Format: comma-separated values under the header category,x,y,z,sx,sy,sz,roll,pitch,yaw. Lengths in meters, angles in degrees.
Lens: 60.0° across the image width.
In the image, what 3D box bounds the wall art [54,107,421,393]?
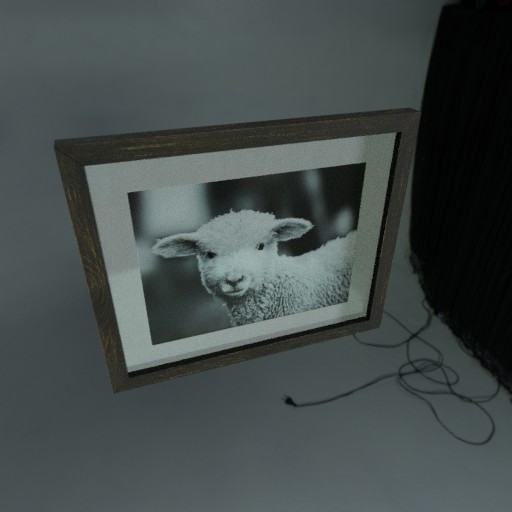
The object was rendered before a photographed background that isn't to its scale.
category,x,y,z,sx,sy,sz,roll,pitch,yaw
wall art,0.000,0.000,0.776,0.558,0.457,0.032,-10,33,-16
